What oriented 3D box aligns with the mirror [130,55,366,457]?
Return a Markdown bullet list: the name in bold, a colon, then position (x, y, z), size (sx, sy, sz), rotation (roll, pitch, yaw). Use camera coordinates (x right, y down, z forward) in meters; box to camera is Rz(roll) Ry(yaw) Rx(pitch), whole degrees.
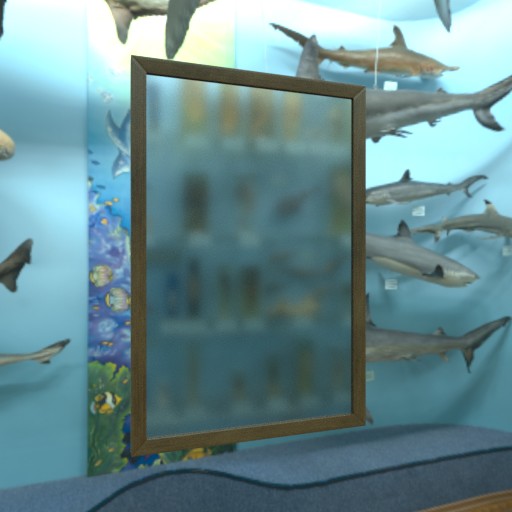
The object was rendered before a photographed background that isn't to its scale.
- **mirror**: position (0.000, 0.000, 1.119), size (0.609, 0.915, 0.040), rotation (0, 0, -18)
